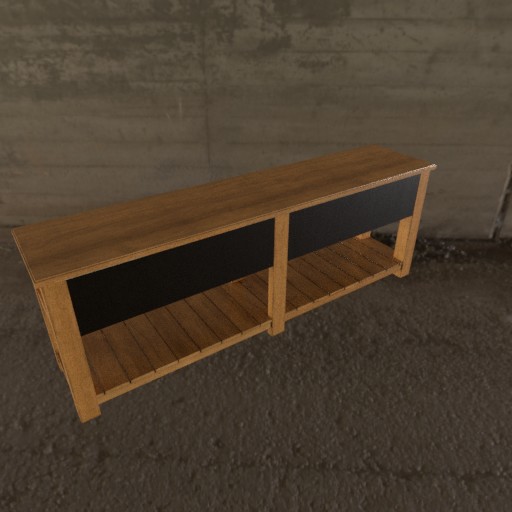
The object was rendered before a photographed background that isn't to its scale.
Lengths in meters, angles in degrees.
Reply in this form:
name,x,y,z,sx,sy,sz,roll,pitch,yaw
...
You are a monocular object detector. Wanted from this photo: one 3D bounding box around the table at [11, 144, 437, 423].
name,x,y,z,sx,sy,sz,roll,pitch,yaw
table,0.000,0.000,2.015,1.815,0.635,0.425,-19,36,-29
